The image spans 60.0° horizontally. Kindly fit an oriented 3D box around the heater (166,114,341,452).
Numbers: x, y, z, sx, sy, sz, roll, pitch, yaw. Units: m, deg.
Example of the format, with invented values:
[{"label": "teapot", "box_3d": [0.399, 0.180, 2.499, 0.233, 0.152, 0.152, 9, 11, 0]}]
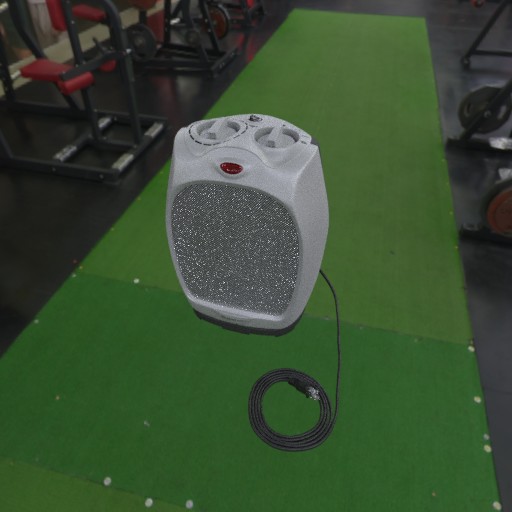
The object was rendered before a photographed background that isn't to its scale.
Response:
[{"label": "heater", "box_3d": [0.000, 0.000, 0.492, 0.239, 0.255, 0.291, 11, 42, 13]}]
